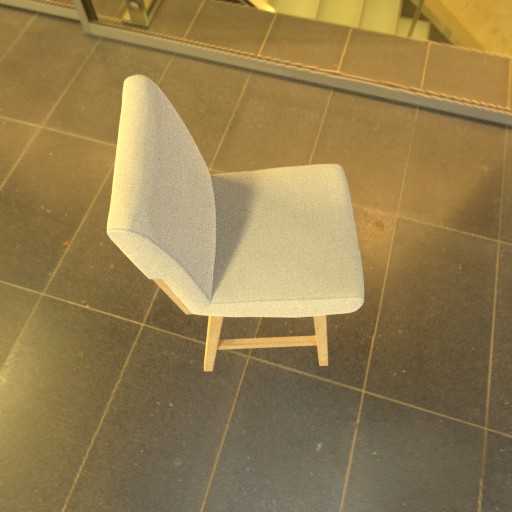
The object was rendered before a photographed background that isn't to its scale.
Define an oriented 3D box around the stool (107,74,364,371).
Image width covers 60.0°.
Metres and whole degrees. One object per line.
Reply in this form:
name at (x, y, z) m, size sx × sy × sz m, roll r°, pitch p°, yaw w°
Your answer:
stool at (0.000, 0.000, 1.297) m, size 0.543 × 1.015 × 0.446 m, roll -2°, pitch 64°, yaw -1°
